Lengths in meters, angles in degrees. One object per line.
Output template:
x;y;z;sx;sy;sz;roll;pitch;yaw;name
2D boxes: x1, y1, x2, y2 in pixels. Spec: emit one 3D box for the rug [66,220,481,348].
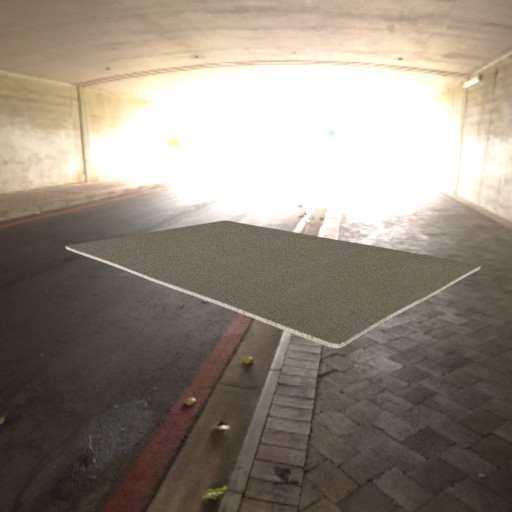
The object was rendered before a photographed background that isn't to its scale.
0.000;0.000;3.391;2.698;0.025;1.798;13;19;43;rug
